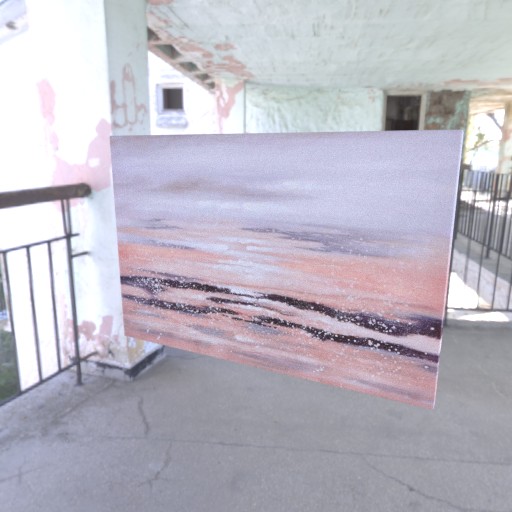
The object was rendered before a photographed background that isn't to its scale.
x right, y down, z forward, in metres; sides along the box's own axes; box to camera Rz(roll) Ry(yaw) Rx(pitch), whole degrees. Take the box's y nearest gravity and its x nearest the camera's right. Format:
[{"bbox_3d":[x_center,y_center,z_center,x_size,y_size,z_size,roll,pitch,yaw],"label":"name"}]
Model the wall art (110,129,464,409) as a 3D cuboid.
[{"bbox_3d":[0.000,0.000,1.143,0.913,0.609,0.038,7,15,26],"label":"wall art"}]
